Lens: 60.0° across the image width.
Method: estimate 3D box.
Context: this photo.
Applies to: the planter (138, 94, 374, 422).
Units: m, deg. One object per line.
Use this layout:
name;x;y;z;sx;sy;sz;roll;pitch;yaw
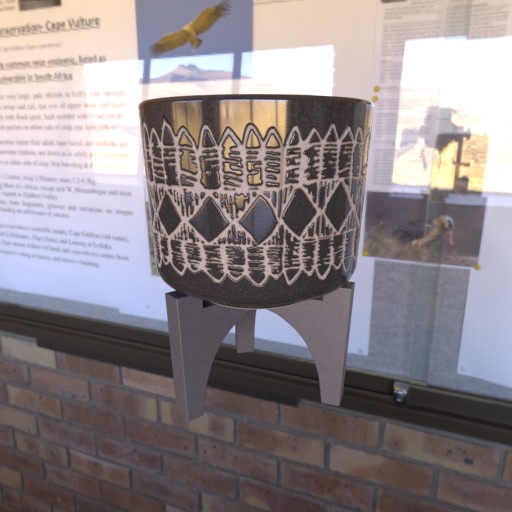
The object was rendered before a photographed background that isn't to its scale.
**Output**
planter;0.000;0.000;0.273;0.129;0.177;0.129;0;15;0
